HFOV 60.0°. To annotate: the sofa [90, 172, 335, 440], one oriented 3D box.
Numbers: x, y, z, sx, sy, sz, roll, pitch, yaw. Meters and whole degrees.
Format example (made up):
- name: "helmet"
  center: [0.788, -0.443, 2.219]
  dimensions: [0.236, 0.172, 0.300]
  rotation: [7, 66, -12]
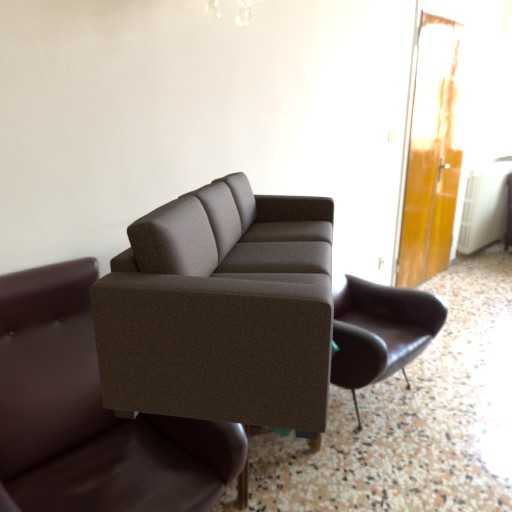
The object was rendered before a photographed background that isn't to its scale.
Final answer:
- name: "sofa"
  center: [0.000, 0.000, 2.608]
  dimensions: [0.900, 0.806, 2.160]
  rotation: [3, 17, 9]
